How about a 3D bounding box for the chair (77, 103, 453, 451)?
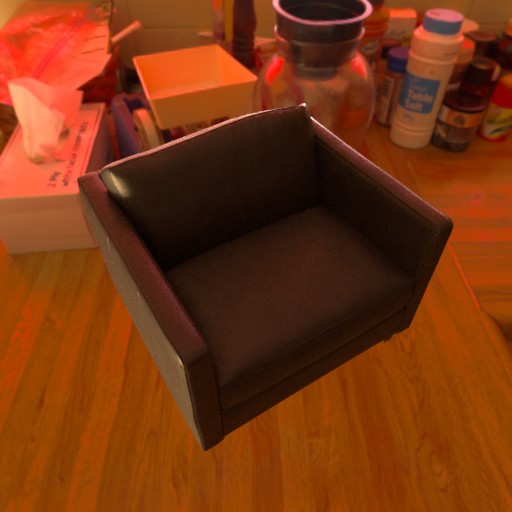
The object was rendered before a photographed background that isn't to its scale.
[{"bbox_3d":[0.000,0.000,1.612,0.939,0.811,0.862,-24,51,-21],"label":"chair"}]
